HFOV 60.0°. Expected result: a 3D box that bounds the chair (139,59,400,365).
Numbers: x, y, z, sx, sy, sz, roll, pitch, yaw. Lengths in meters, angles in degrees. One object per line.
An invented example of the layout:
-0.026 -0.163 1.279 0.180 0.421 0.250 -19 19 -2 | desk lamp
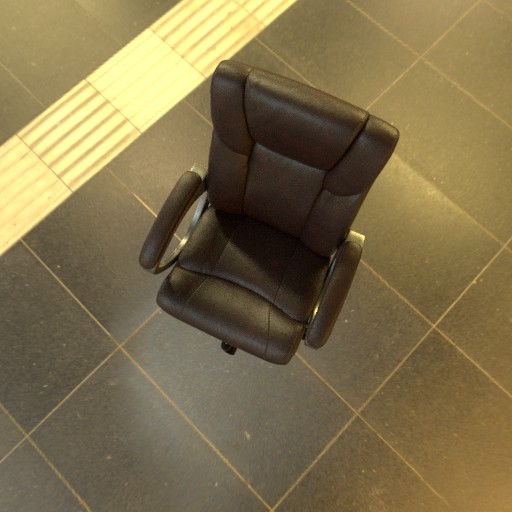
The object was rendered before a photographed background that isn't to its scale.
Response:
0.000 0.000 1.568 0.656 1.128 0.692 24 77 6 | chair
